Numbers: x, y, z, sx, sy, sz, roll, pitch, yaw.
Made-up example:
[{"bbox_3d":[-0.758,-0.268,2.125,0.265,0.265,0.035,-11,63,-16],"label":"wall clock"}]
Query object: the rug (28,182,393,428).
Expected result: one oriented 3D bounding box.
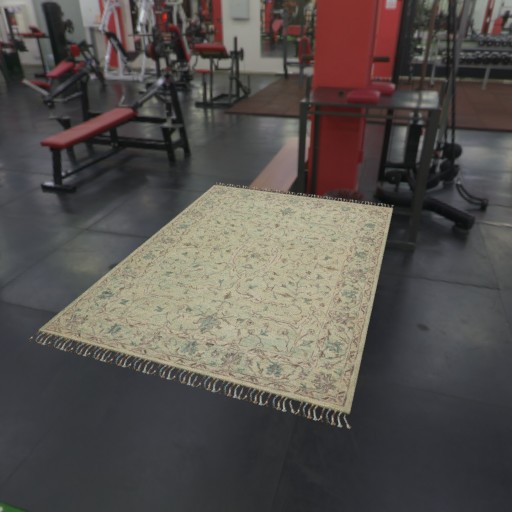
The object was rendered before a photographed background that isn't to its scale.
[{"bbox_3d":[0.000,0.000,2.252,1.247,0.008,1.802,10,31,17],"label":"rug"}]
